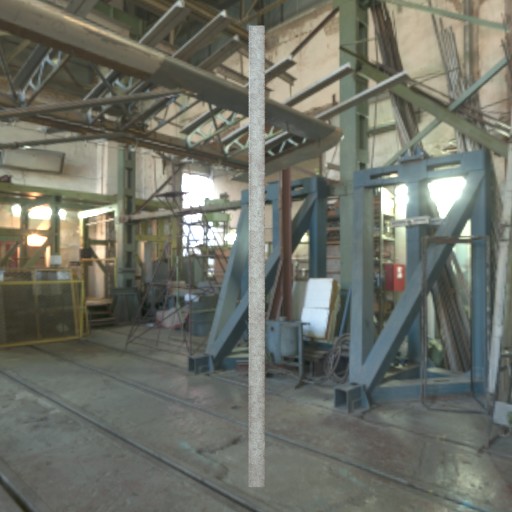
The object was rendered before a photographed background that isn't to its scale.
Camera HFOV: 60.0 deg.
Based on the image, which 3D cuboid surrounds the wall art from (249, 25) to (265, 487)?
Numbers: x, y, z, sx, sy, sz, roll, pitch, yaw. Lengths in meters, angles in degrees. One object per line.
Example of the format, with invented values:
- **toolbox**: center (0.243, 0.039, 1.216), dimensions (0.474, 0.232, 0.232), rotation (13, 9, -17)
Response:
- **wall art**: center (0.000, 0.000, 1.725), dimensions (0.051, 1.461, 0.648), rotation (0, -1, 0)
